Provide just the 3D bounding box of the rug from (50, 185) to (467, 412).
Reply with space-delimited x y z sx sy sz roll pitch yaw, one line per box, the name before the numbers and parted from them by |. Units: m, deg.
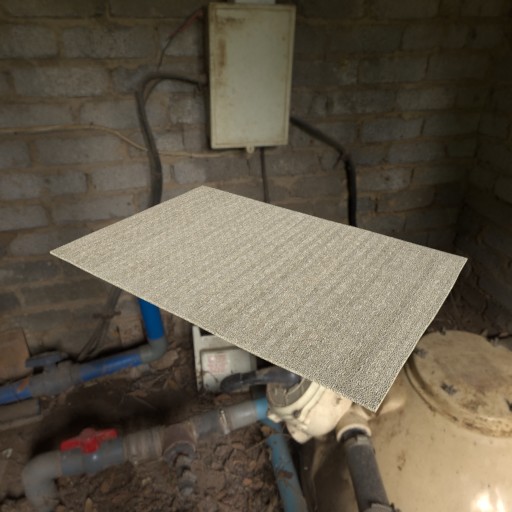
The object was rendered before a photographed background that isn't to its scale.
rug | 0.000 0.000 2.915 2.297 0.018 1.532 19 35 30
